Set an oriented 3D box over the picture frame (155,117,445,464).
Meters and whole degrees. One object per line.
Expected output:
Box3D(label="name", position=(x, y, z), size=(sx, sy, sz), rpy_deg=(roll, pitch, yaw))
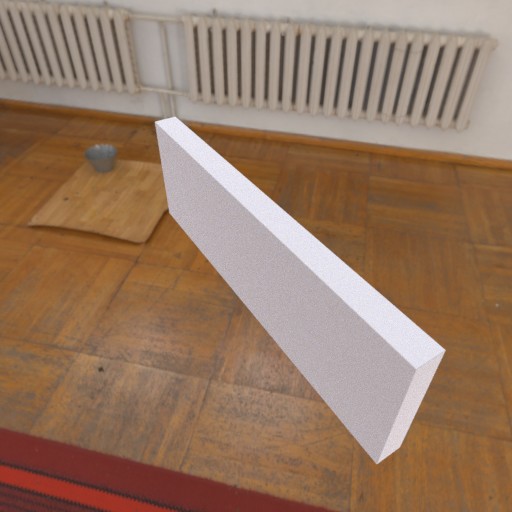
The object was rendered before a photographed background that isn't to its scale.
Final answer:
Box3D(label="picture frame", position=(0.000, 0.000, 0.836), size=(0.050, 0.250, 0.759), rpy_deg=(-23, 47, -24))
